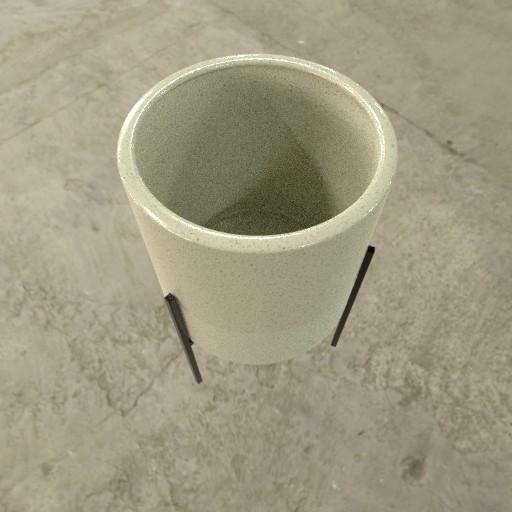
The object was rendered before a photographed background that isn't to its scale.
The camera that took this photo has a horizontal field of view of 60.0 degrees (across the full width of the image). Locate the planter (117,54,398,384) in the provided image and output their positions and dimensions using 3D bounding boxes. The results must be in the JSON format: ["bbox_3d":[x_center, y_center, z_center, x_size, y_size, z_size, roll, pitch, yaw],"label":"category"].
[{"bbox_3d":[0.000,0.000,0.538,0.234,0.390,0.243,-13,58,-8],"label":"planter"}]
